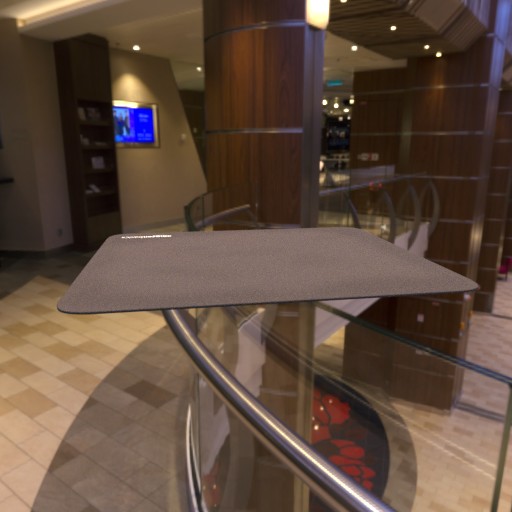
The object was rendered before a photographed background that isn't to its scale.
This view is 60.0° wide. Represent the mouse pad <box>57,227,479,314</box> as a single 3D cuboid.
[{"bbox_3d":[0.000,0.000,0.437,0.315,0.002,0.269,-2,14,-9],"label":"mouse pad"}]
